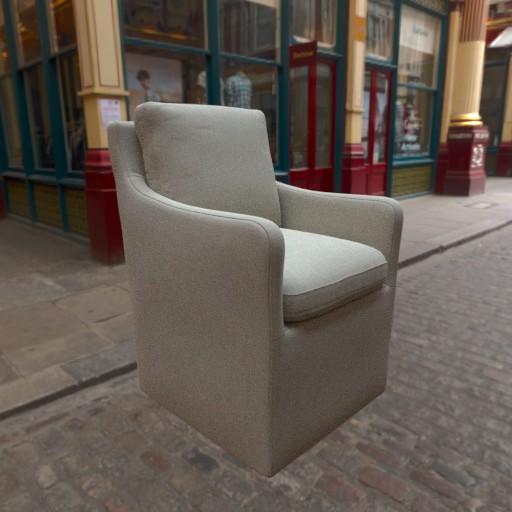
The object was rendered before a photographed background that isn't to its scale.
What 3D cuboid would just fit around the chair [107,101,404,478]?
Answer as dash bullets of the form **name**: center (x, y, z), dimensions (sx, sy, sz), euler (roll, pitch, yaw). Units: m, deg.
- **chair**: center (0.000, 0.000, 1.378), dimensions (0.694, 0.914, 0.626), euler (14, 19, 43)
